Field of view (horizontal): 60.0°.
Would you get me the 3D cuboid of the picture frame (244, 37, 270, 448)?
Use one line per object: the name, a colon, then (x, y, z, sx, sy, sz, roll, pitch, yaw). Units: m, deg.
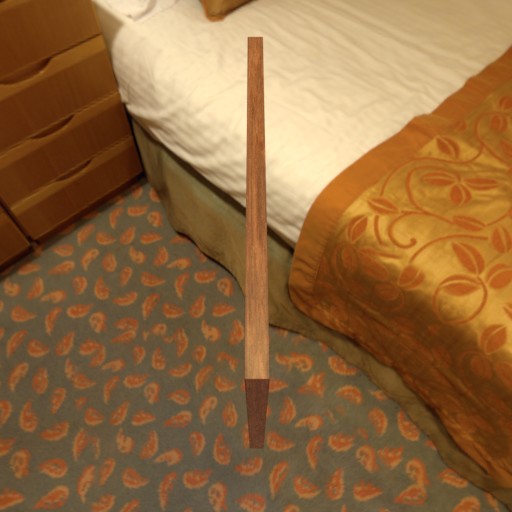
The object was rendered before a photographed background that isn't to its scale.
picture frame: (0.000, 0.000, 0.773, 0.025, 0.457, 0.559, 0, 59, 0)
